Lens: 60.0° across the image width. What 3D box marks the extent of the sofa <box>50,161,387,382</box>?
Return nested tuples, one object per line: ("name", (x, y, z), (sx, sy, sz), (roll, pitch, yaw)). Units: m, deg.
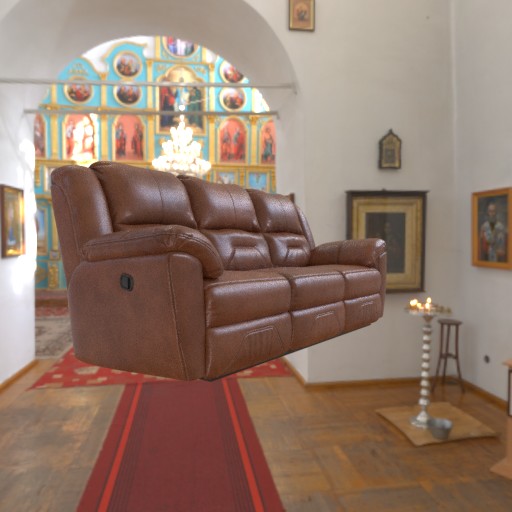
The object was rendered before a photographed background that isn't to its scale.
("sofa", (0.000, 0.000, 2.835), (0.991, 1.043, 2.337), (0, 1, 36))
